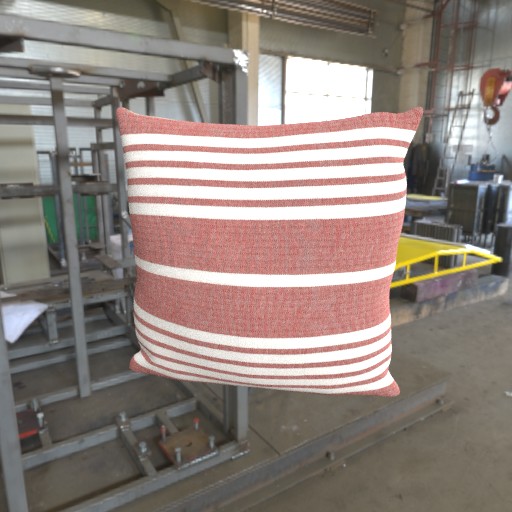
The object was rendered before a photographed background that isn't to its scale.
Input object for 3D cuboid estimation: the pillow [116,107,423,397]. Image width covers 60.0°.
[{"bbox_3d":[0.000,0.000,0.657,0.439,0.427,0.182,3,14,11],"label":"pillow"}]
